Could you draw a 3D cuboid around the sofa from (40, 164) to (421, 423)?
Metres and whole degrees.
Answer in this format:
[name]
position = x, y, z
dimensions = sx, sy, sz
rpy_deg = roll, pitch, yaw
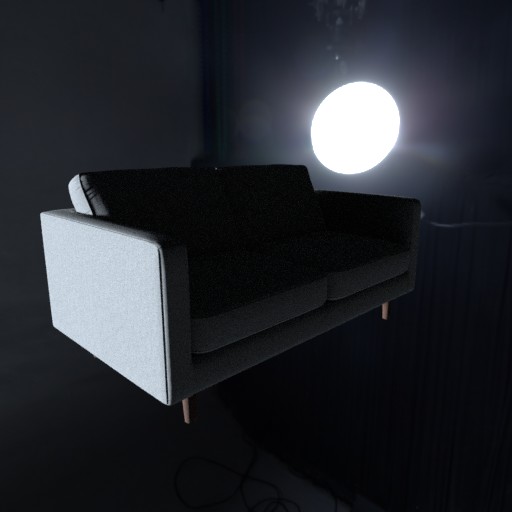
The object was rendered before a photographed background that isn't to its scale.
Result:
[sofa]
position = 0.000, 0.000, 2.287
dimensions = 1.731, 0.900, 1.000
rpy_deg = -13, 19, -43
